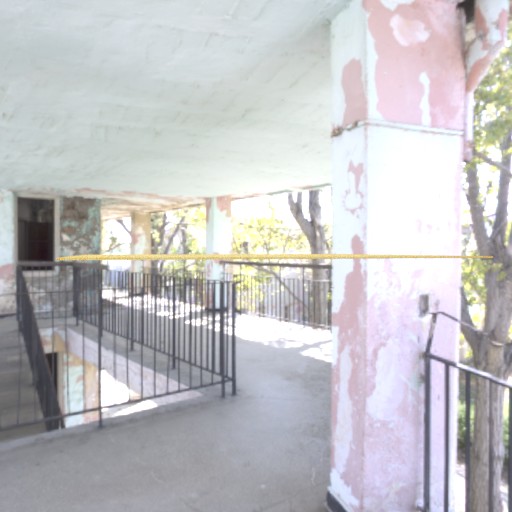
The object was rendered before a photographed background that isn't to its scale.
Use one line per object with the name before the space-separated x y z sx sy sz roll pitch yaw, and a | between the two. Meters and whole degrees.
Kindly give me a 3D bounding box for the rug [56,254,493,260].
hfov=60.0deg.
rug | 0.000 0.000 4.290 3.242 0.015 2.486 0 1 -17
